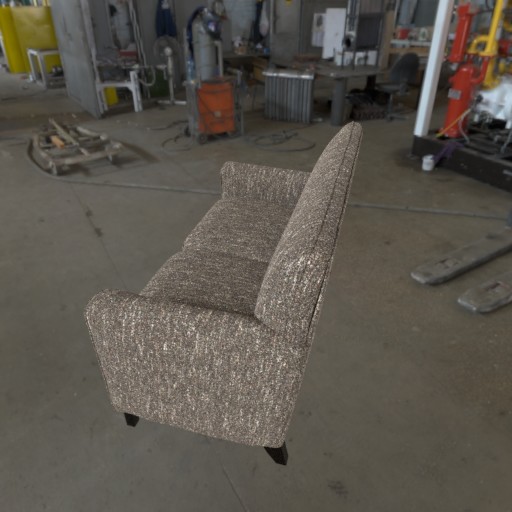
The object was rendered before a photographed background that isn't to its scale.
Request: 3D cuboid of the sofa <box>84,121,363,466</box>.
[{"bbox_3d":[0.000,0.000,2.081,0.801,0.946,1.519,8,32,13],"label":"sofa"}]
